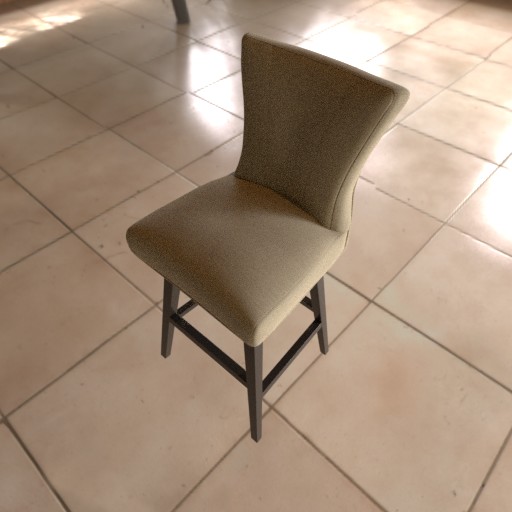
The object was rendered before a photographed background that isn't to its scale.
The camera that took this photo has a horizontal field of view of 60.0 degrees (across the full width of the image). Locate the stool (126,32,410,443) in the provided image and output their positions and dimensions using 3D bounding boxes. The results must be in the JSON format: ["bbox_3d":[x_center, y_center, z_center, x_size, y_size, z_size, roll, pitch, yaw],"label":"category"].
[{"bbox_3d":[0.000,0.000,1.383,0.514,1.086,0.574,34,56,27],"label":"stool"}]
